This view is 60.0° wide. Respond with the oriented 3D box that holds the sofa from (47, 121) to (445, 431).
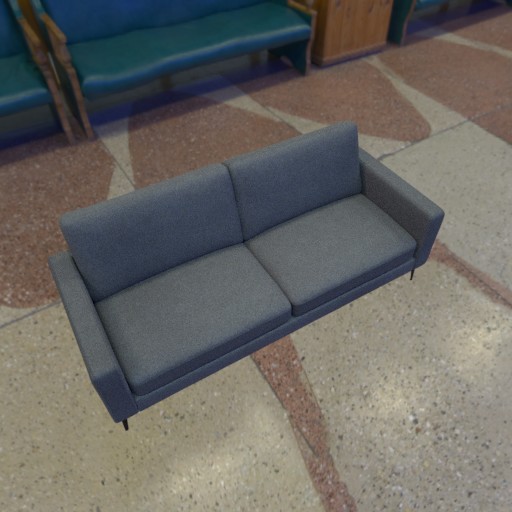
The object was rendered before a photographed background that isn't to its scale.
[{"bbox_3d":[0.000,0.000,2.374,1.925,0.828,0.774,-23,51,-20],"label":"sofa"}]
